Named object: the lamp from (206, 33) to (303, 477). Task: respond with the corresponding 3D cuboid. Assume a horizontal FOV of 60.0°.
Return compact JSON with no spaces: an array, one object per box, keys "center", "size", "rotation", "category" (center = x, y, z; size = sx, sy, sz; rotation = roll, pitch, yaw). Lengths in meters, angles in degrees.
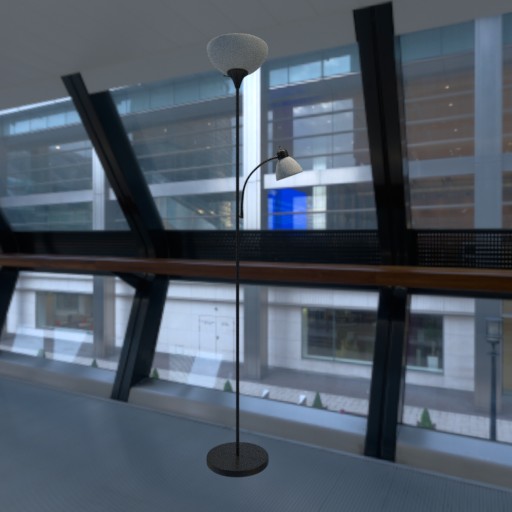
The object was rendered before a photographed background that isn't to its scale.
[{"center":[0.000,0.000,1.964],"size":[0.442,1.804,0.279],"rotation":[0,0,-19],"category":"lamp"}]
